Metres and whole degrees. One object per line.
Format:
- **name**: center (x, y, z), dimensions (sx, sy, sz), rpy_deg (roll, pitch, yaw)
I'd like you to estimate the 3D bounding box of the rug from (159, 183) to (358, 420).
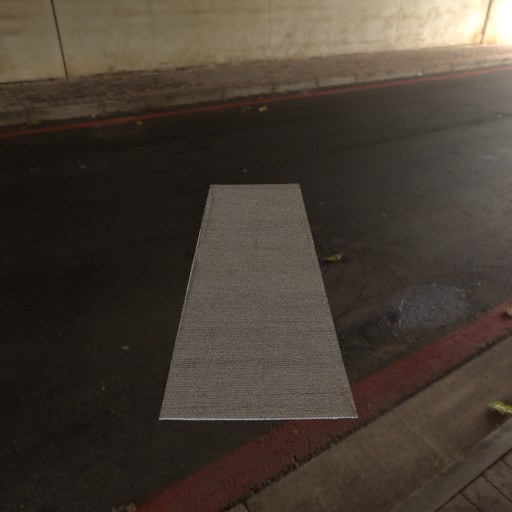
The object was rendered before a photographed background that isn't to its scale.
- **rug**: center (0.000, 0.000, 2.670), dimensions (0.741, 0.014, 2.390), rpy_deg (0, 30, 0)
